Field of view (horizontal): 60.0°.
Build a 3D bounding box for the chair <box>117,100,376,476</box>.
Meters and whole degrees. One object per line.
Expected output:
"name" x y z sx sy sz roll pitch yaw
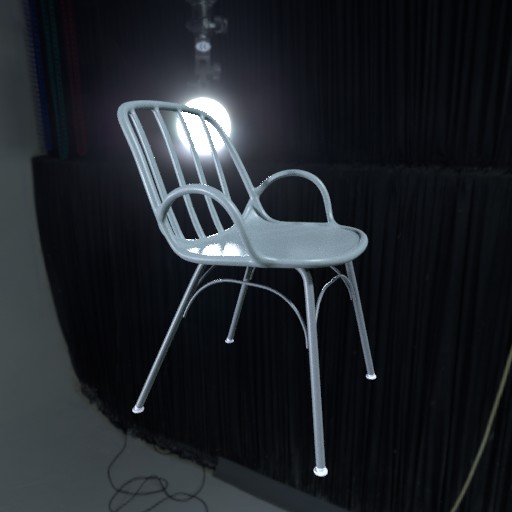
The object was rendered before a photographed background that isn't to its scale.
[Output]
"chair" 0.000 0.000 1.206 0.597 0.816 0.549 8 17 27
